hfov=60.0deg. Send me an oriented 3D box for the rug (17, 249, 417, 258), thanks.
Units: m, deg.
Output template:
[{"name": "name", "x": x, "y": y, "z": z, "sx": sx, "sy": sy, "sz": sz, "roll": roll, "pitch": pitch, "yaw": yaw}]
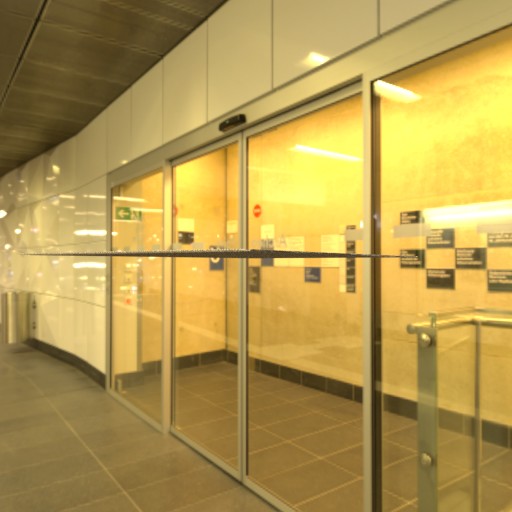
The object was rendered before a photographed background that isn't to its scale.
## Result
[{"name": "rug", "x": 0.000, "y": 0.000, "z": 3.007, "sx": 1.529, "sy": 0.010, "sz": 2.440, "roll": -1, "pitch": -1, "yaw": 34}]
